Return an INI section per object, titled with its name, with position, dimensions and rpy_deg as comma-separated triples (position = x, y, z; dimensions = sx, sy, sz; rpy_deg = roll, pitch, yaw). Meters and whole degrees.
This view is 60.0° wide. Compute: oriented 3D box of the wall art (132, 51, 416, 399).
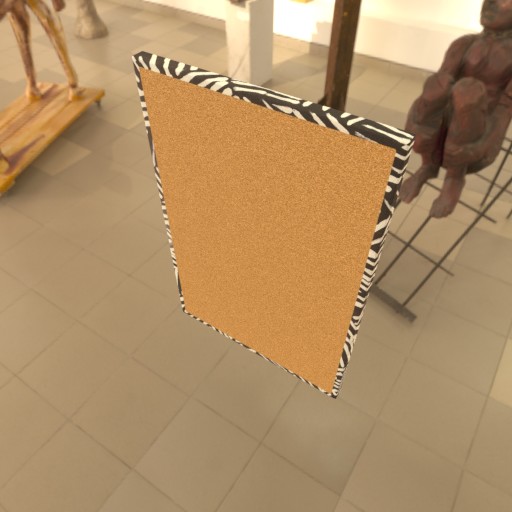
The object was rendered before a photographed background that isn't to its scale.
[wall art]
position = 0.000, 0.000, 1.173
dimensions = 0.615, 0.918, 0.035
rpy_deg = 25, 52, 22
